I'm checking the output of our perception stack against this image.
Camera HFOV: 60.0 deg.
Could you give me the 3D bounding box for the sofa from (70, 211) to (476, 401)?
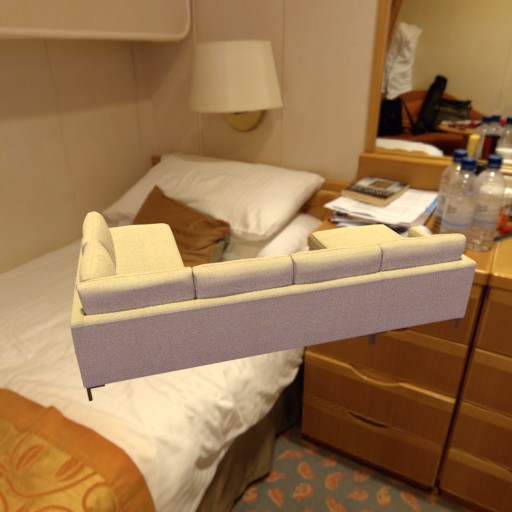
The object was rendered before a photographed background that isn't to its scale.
[{"bbox_3d":[0.000,0.000,3.639,2.737,0.756,1.879,-7,26,-15],"label":"sofa"}]
